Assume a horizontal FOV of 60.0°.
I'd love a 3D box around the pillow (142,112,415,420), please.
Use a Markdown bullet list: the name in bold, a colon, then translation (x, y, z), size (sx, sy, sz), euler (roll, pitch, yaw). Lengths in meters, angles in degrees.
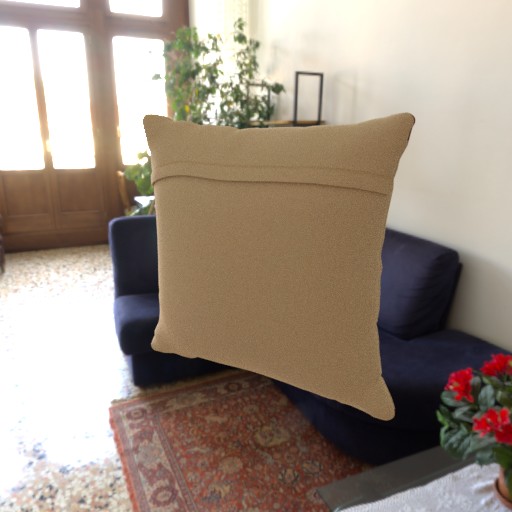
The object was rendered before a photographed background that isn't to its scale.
- **pillow**: translation (0.000, 0.000, 0.810), size (0.536, 0.506, 0.229), euler (8, 17, 28)
